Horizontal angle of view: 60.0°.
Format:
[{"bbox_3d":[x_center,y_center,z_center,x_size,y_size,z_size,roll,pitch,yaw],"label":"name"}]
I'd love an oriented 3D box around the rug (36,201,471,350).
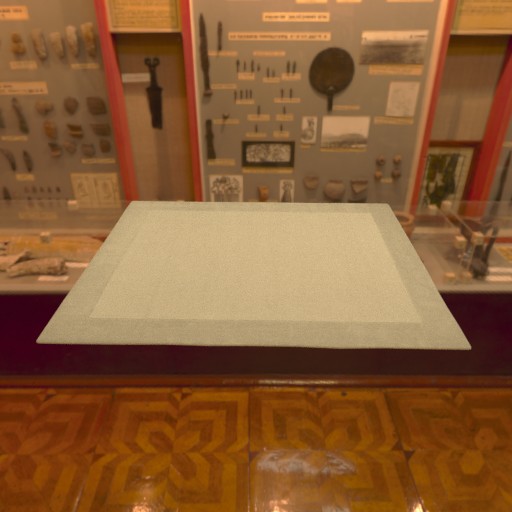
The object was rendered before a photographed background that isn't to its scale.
[{"bbox_3d":[0.000,0.000,4.059,2.976,0.018,2.430,1,30,1],"label":"rug"}]
